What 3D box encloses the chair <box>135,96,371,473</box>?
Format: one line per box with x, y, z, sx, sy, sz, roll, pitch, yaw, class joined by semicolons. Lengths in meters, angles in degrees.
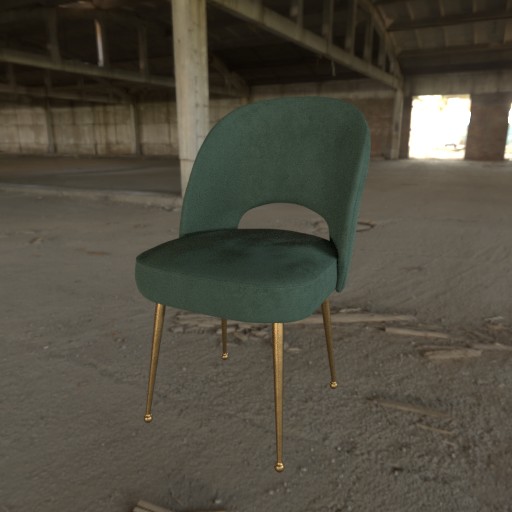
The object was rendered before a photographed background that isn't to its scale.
0.000;0.000;1.209;0.527;0.860;0.577;8;17;27;chair
